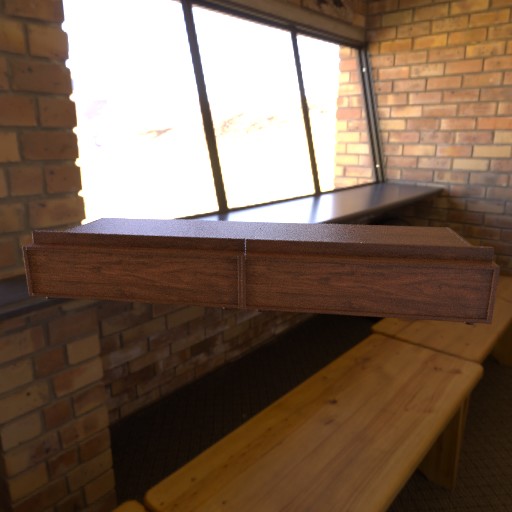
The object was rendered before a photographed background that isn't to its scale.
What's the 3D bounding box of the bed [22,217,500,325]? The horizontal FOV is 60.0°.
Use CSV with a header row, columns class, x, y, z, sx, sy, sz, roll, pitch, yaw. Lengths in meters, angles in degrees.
class,x,y,z,sx,sy,sz,roll,pitch,yaw
bed,0.000,0.000,2.291,2.057,0.326,0.787,2,16,9
